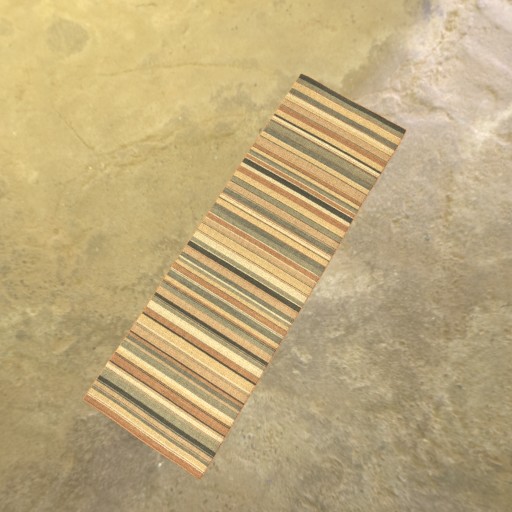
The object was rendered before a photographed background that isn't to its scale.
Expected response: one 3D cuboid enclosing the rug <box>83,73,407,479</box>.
[{"bbox_3d":[0.000,0.000,2.677,0.799,0.010,2.444,31,79,6],"label":"rug"}]
